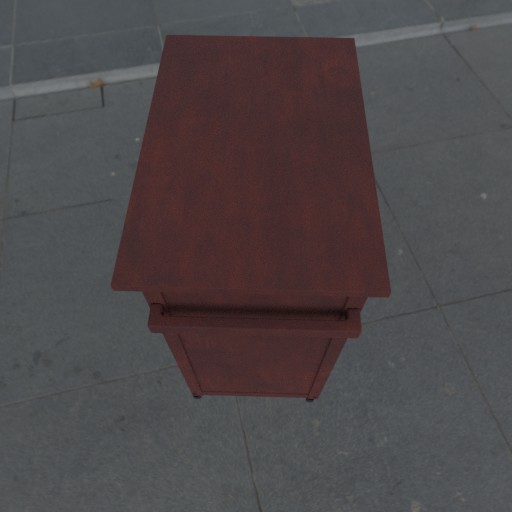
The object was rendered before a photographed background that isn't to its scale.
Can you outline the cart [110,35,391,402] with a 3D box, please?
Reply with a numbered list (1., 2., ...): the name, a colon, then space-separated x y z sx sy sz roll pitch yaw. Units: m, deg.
1. cart: 0.000 0.000 1.233 0.442 0.864 0.683 1 59 1
